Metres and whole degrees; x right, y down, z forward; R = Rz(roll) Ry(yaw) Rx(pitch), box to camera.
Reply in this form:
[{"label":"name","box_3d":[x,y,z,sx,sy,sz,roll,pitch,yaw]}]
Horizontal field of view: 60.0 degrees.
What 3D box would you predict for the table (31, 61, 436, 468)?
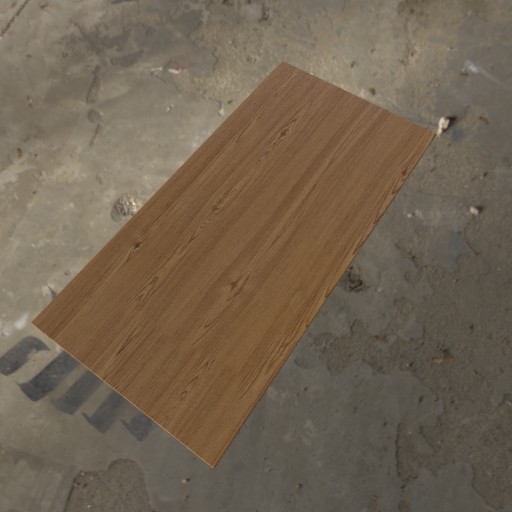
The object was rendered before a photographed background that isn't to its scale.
[{"label":"table","box_3d":[0.000,0.000,2.285,0.901,0.750,1.797,32,68,15]}]
